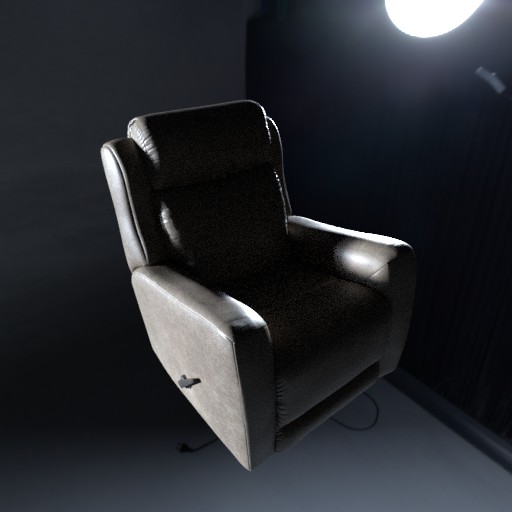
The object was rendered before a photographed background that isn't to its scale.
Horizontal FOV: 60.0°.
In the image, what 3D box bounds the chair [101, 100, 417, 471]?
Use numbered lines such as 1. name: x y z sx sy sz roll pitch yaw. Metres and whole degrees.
1. chair: 0.000 0.000 1.922 0.967 1.116 1.068 -21 36 -32
